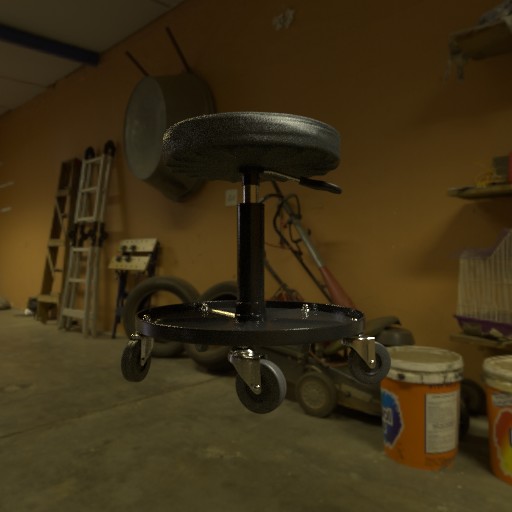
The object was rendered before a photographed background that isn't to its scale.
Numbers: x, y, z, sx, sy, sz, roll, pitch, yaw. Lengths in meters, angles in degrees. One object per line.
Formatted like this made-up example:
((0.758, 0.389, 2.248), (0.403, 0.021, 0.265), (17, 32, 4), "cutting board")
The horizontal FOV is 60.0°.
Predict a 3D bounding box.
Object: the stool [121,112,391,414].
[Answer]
((0.000, 0.000, 0.686), (0.382, 0.365, 0.381), (0, 0, -2), "stool")
